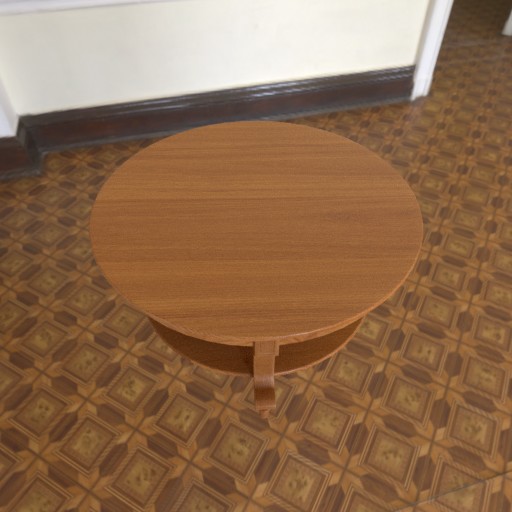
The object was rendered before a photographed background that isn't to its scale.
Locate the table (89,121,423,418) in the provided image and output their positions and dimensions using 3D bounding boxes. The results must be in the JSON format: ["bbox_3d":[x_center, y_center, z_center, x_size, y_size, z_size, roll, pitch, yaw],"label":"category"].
[{"bbox_3d":[0.000,0.000,1.575,1.029,0.490,1.029,0,45,0],"label":"table"}]
